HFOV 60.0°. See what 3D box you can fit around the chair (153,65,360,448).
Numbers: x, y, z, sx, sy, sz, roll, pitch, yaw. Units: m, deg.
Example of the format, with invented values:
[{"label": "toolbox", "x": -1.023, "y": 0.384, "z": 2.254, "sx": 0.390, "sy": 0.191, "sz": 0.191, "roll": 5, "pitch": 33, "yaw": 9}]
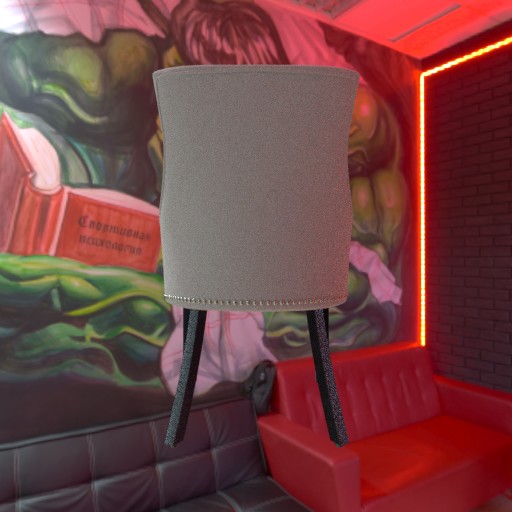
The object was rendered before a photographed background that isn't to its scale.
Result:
[{"label": "chair", "x": 0.000, "y": 0.000, "z": 1.320, "sx": 0.566, "sy": 0.909, "sz": 0.629, "roll": 0, "pitch": -1, "yaw": 0}]
